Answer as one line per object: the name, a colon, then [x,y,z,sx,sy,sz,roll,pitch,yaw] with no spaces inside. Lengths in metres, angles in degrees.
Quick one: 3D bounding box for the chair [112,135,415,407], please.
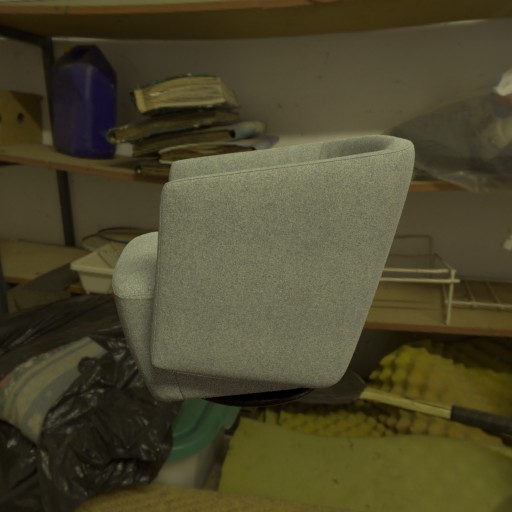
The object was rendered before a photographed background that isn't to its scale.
chair: [0.000,0.000,1.642,0.986,0.861,0.822,-2,16,-8]
